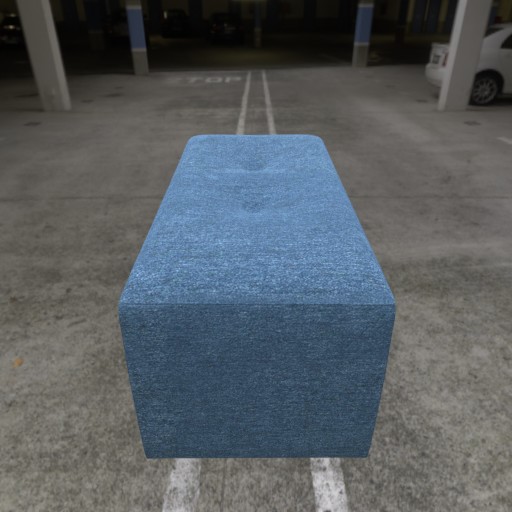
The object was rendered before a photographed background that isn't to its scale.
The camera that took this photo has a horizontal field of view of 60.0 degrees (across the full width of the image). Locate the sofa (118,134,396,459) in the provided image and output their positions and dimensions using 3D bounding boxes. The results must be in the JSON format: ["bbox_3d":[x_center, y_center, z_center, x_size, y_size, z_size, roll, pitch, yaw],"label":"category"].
[{"bbox_3d":[0.000,0.000,1.201,0.480,0.470,0.930,0,31,0],"label":"sofa"}]
